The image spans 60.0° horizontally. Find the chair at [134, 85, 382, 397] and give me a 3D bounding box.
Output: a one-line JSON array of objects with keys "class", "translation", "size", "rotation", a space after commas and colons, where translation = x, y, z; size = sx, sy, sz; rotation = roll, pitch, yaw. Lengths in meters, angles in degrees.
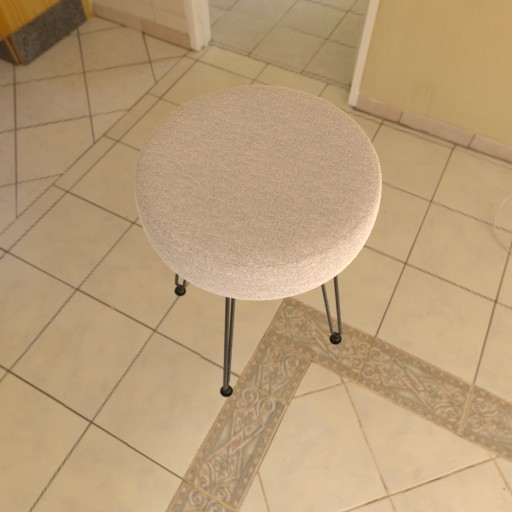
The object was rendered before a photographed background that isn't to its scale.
[{"class": "chair", "translation": [0.000, 0.000, 0.701], "size": [0.350, 0.440, 0.350], "rotation": [16, 60, 10]}]
